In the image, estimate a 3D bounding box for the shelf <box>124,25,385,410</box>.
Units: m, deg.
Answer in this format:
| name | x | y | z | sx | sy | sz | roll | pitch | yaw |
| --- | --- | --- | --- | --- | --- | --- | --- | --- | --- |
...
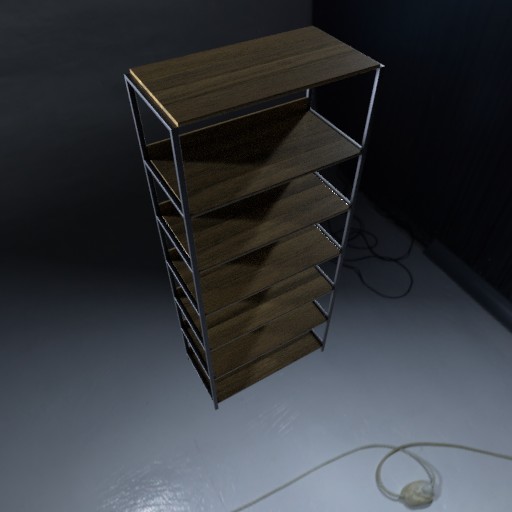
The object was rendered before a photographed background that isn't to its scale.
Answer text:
| name | x | y | z | sx | sy | sz | roll | pitch | yaw |
| --- | --- | --- | --- | --- | --- | --- | --- | --- | --- |
| shelf | 0.000 | 0.000 | 2.338 | 0.847 | 2.015 | 0.431 | -23 | 51 | -20 |
